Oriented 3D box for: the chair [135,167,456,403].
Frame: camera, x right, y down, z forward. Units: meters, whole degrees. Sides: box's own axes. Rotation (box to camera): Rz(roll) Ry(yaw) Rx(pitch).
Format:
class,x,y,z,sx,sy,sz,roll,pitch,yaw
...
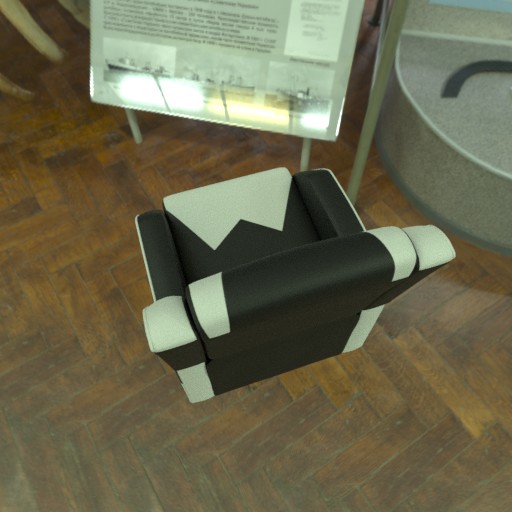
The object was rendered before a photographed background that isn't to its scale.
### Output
class,x,y,z,sx,sy,sz,roll,pitch,yaw
chair,0.000,0.000,1.282,0.620,0.805,0.672,-16,60,-10
